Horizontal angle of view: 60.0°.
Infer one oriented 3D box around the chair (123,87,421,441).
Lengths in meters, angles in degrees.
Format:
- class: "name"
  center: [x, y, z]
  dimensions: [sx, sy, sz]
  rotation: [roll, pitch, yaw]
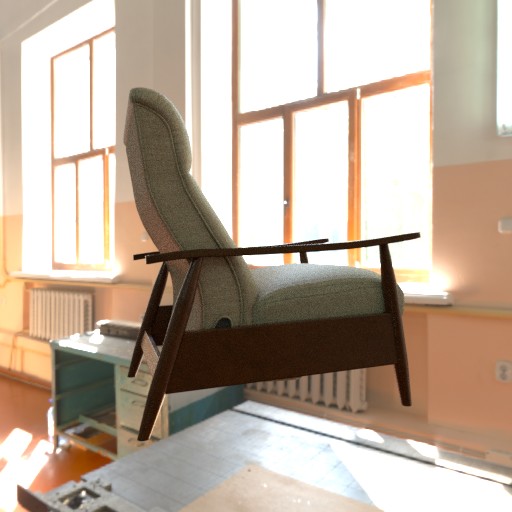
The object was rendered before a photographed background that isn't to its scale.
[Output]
- class: "chair"
  center: [0.000, 0.000, 1.799]
  dimensions: [1.014, 1.082, 0.762]
  rotation: [0, 0, -18]
